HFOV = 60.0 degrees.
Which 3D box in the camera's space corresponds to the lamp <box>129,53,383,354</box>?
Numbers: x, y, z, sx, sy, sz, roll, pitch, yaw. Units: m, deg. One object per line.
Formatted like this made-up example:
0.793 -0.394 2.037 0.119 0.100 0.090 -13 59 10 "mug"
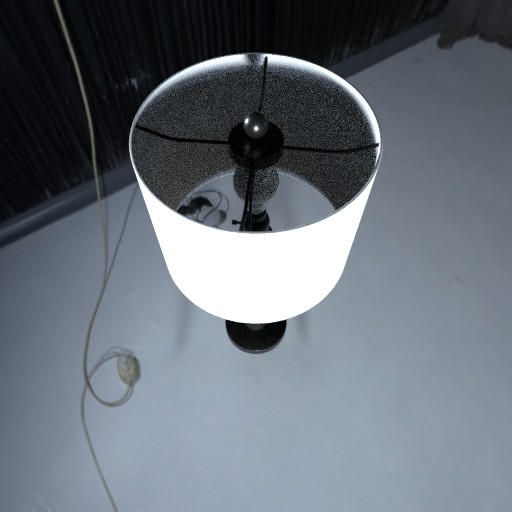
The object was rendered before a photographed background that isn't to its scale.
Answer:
0.000 0.000 0.791 0.305 0.640 0.305 -32 64 -18 "lamp"
